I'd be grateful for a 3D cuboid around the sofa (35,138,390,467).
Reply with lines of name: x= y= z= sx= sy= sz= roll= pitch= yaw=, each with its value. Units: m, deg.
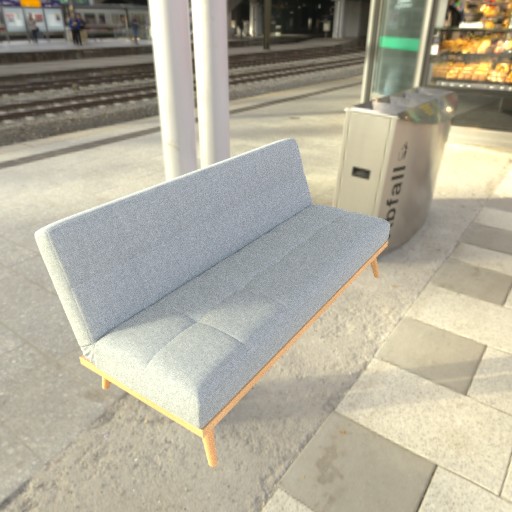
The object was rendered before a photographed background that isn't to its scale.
sofa: x=0.000 y=0.000 z=2.263 sx=0.800 sy=0.800 sz=1.820 roll=18 pitch=32 yaw=30
